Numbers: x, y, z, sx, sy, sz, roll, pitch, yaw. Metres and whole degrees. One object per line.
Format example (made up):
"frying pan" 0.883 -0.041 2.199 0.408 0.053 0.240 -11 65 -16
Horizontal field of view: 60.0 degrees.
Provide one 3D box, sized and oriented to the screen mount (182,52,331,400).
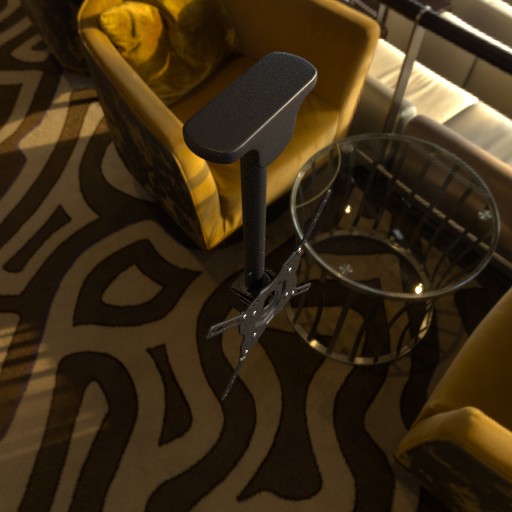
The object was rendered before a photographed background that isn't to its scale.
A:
"screen mount" 0.000 0.000 0.859 0.090 0.729 0.393 32 63 19
